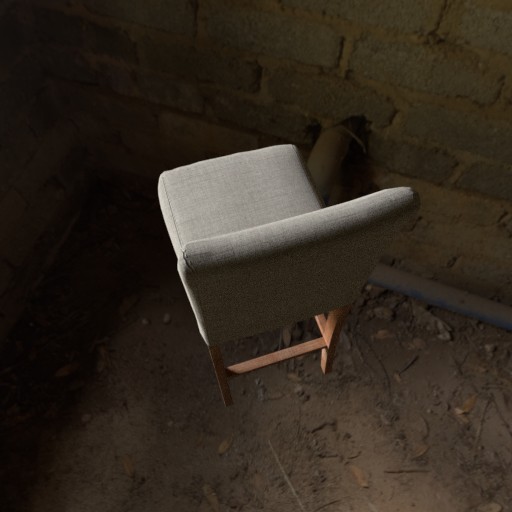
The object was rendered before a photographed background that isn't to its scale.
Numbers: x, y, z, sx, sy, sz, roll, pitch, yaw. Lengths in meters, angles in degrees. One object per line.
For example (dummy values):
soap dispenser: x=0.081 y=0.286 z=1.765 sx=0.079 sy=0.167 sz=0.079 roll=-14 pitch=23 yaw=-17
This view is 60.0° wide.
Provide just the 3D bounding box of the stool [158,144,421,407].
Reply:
stool: x=0.000 y=0.000 z=1.298 sx=0.454 sy=1.039 sz=0.567 roll=-16 pitch=61 yaw=-9
